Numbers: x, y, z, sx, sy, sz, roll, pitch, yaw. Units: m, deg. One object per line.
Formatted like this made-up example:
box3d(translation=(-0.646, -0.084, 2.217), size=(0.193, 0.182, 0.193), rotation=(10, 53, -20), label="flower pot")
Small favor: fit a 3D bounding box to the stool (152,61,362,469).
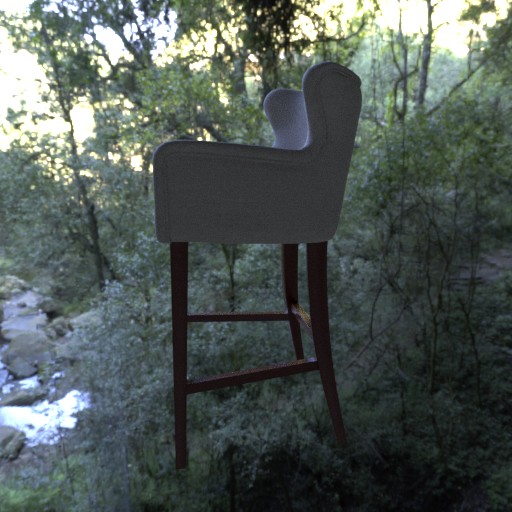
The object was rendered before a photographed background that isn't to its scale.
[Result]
box3d(translation=(0.000, 0.000, 1.357), size=(0.563, 1.034, 0.556), rotation=(-2, 14, -9), label="stool")
